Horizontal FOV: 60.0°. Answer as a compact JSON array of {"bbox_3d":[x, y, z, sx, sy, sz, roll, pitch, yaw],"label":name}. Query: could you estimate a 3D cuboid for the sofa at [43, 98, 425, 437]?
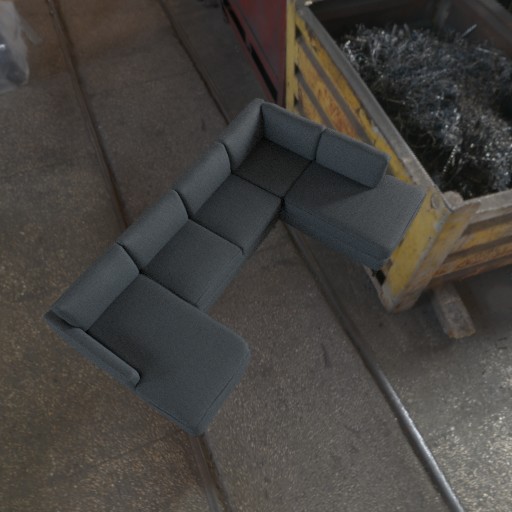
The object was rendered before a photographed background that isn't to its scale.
[{"bbox_3d":[0.000,0.000,3.899,1.984,0.858,2.975,30,63,17],"label":"sofa"}]
